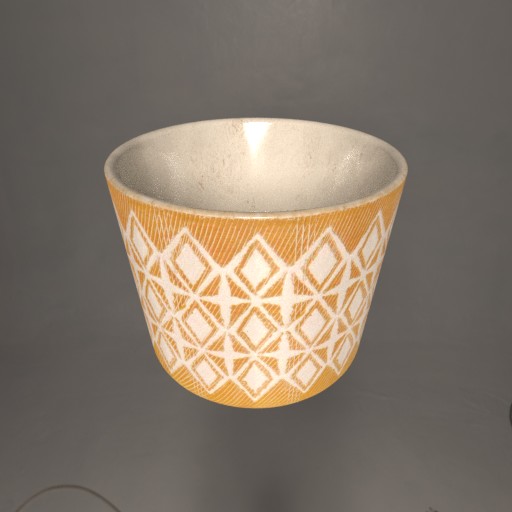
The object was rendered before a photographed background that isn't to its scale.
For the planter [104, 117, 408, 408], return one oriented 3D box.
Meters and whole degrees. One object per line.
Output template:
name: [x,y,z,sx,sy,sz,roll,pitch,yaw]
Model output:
planter: [0.000,0.000,0.219,0.126,0.104,0.126,0,31,0]
